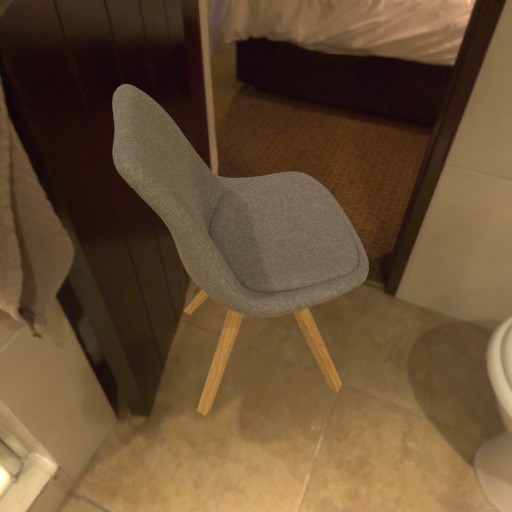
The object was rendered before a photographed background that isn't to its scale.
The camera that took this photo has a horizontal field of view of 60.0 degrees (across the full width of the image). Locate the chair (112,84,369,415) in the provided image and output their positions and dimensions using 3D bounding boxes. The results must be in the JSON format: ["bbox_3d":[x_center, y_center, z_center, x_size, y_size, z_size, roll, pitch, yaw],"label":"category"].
[{"bbox_3d":[0.000,0.000,1.170,0.550,0.865,0.483,-9,47,-9],"label":"chair"}]
